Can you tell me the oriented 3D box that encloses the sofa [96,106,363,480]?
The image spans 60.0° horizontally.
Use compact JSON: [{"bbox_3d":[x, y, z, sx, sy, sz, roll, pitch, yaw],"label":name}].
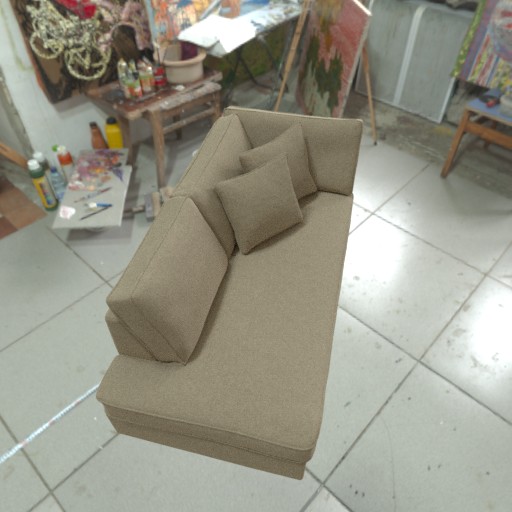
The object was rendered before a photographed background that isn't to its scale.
[{"bbox_3d":[0.000,0.000,2.789,1.110,1.033,2.237,10,48,10],"label":"sofa"}]
